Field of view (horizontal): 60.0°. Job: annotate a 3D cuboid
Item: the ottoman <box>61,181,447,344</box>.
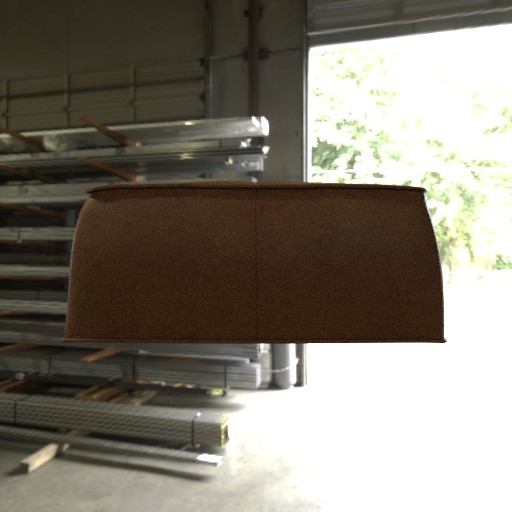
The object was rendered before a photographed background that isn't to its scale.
[{"bbox_3d":[0.000,0.000,1.399,0.901,0.395,0.902,0,-1,1],"label":"ottoman"}]
